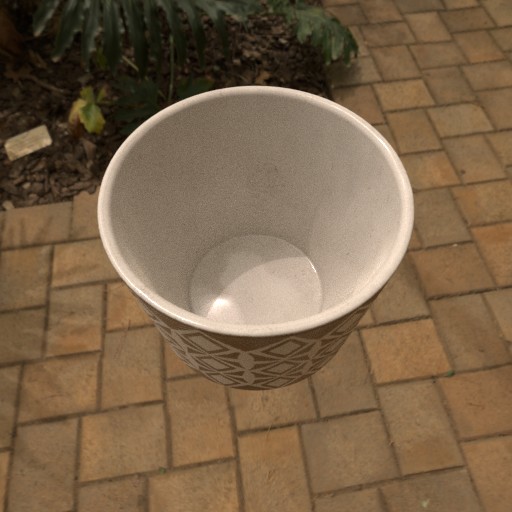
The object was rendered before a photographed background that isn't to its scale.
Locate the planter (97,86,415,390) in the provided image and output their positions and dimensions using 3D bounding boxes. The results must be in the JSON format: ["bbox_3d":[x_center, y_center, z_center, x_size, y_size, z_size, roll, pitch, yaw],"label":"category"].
[{"bbox_3d":[0.000,0.000,0.462,0.260,0.220,0.260,0,59,0],"label":"planter"}]
